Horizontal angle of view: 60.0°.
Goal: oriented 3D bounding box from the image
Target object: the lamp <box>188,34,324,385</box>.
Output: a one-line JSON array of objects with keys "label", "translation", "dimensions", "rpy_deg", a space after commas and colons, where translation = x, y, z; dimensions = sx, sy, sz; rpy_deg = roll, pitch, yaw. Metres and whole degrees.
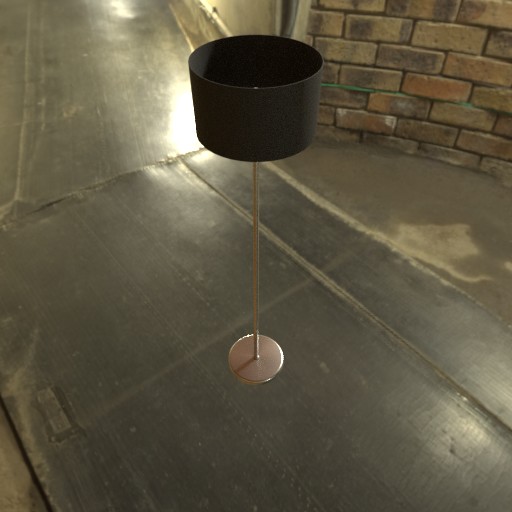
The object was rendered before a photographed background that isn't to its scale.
[{"label": "lamp", "translation": [0.000, 0.000, 1.654], "dimensions": [0.348, 1.443, 0.348], "rpy_deg": [9, 46, 9]}]
